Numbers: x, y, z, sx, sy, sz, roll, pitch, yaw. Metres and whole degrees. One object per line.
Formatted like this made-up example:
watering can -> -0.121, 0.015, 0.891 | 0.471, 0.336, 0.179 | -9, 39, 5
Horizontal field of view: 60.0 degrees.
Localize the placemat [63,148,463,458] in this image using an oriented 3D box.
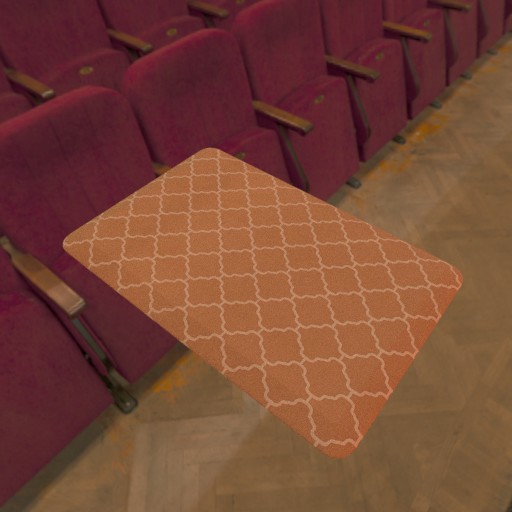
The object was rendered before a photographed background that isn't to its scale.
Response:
placemat -> 0.000, 0.000, 0.973 | 0.762, 0.021, 0.508 | 31, 55, 25
